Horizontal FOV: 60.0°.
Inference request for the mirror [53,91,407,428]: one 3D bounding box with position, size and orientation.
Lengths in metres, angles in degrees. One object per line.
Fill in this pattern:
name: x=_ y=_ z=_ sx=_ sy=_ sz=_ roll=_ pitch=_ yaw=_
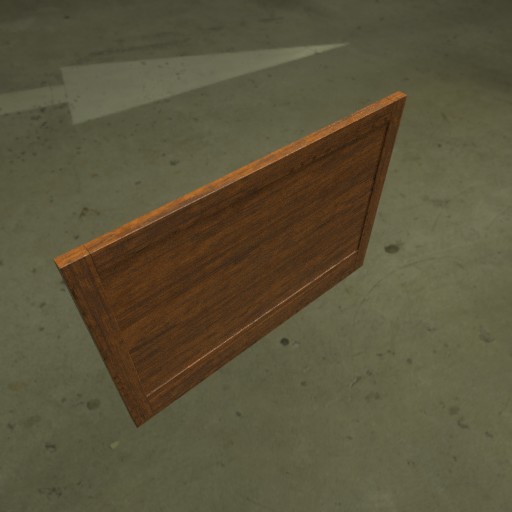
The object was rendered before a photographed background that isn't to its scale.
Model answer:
mirror: x=0.000 y=0.000 z=0.980 sx=0.758 sy=0.537 sz=0.084 roll=-31 pitch=54 yaw=-26
